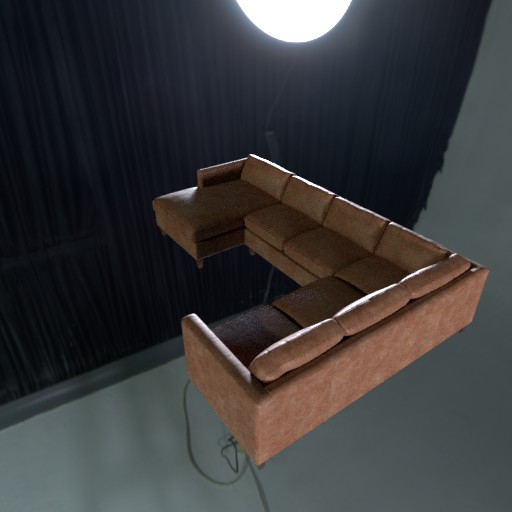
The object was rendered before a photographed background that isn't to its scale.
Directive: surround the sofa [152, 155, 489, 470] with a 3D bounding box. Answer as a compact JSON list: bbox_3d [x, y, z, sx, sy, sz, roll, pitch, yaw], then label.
[{"bbox_3d":[0.000,0.000,4.460,2.430,0.832,3.401,-21,38,-30],"label":"sofa"}]
